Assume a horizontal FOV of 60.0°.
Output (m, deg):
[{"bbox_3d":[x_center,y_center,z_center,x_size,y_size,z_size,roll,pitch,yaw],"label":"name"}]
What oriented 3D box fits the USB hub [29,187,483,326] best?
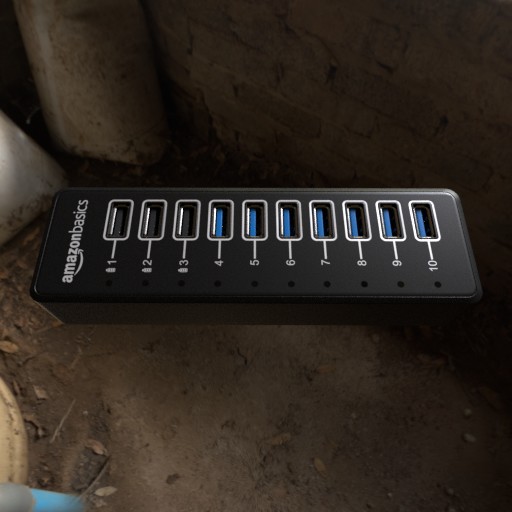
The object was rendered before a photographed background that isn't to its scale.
[{"bbox_3d":[0.000,0.000,0.159,0.145,0.023,0.044,0,63,0],"label":"USB hub"}]
